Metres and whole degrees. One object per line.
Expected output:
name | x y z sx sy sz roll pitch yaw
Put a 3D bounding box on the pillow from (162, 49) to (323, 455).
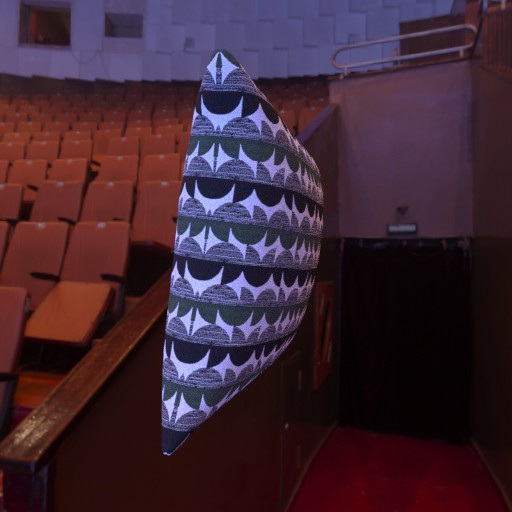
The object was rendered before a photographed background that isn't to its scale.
pillow | 0.000 0.000 0.636 0.180 0.404 0.419 0 -1 17
